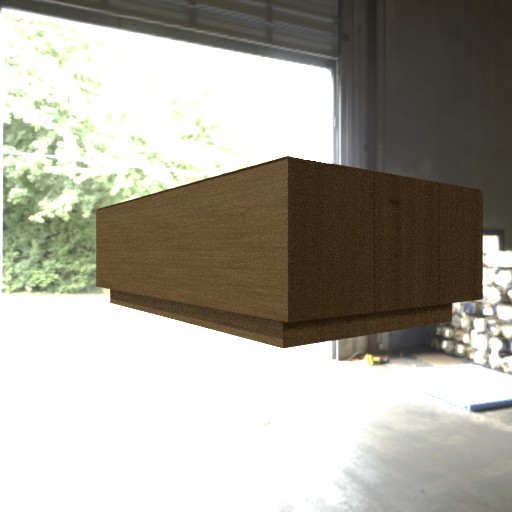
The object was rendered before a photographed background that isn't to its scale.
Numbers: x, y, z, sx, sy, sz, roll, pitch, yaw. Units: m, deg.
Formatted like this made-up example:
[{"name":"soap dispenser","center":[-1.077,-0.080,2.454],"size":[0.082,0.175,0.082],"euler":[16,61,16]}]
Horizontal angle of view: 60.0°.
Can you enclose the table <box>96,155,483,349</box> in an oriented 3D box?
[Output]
[{"name":"table","center":[0.000,0.000,1.421],"size":[0.678,0.353,1.110],"euler":[0,0,-36]}]
